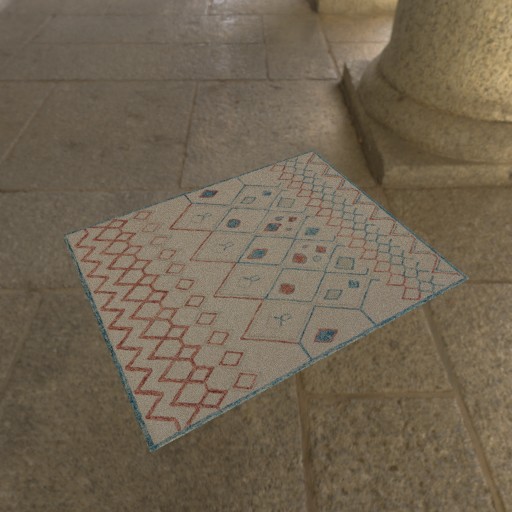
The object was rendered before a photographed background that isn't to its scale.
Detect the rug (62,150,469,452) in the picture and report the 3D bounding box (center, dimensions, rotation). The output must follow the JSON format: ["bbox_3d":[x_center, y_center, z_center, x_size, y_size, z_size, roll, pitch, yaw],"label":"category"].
[{"bbox_3d":[0.000,0.000,4.216,3.050,0.016,2.441,-23,50,-21],"label":"rug"}]
